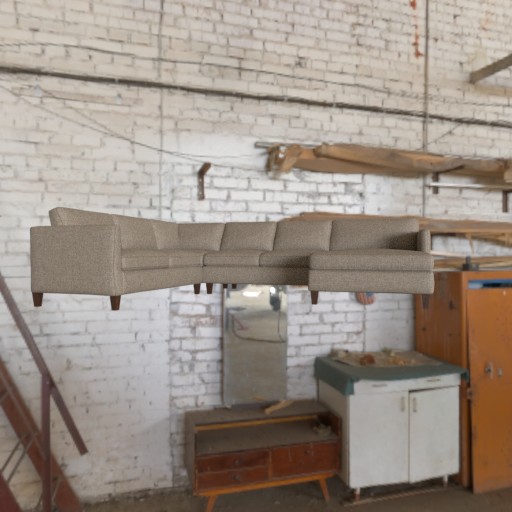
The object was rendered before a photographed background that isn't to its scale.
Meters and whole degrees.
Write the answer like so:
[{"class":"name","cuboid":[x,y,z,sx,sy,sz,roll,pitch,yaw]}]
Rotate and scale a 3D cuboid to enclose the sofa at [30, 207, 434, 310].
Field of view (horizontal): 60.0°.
[{"class":"sofa","cuboid":[0.000,0.000,4.540,3.403,0.889,2.551,0,0,18]}]
